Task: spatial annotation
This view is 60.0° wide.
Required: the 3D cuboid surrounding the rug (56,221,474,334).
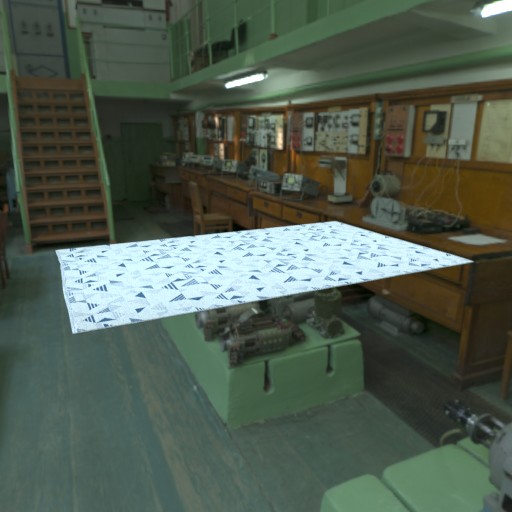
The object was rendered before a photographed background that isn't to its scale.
[{"bbox_3d":[0.000,0.000,3.033,2.457,0.009,1.512,-8,17,-25],"label":"rug"}]
